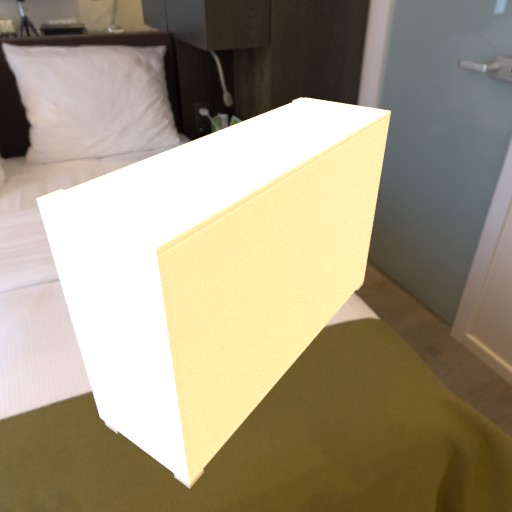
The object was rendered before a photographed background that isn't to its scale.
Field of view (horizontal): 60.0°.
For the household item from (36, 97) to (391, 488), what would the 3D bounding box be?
[{"bbox_3d":[0.000,0.000,1.679,0.420,0.867,1.300,21,38,29],"label":"household item"}]
